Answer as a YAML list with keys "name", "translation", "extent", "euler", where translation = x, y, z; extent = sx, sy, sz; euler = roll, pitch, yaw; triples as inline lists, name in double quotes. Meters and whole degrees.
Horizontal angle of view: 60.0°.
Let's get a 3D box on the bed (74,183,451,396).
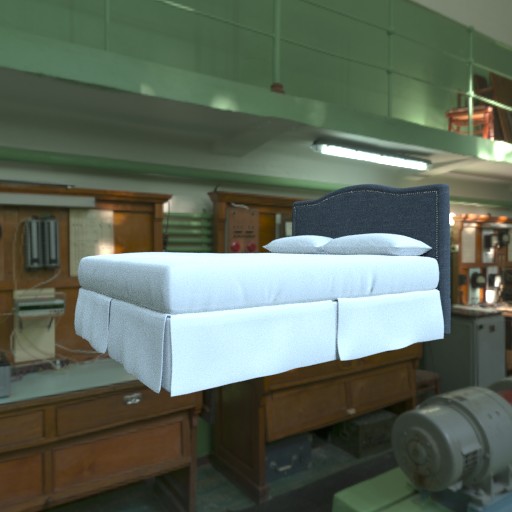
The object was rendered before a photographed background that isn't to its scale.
- name: "bed"
  translation: [0.000, 0.000, 3.943]
  extent: [2.689, 1.457, 2.161]
  euler: [-1, 2, -35]
